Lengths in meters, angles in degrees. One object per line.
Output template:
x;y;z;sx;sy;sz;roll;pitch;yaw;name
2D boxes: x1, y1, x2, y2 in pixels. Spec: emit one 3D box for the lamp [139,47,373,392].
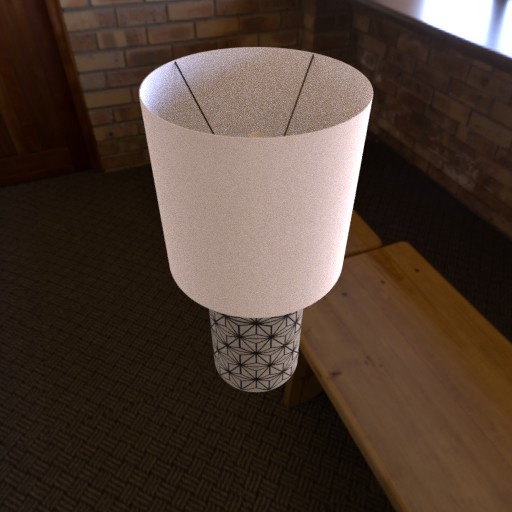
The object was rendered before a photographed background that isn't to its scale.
0.000;0.000;0.537;0.206;0.416;0.206;26;48;26;lamp
